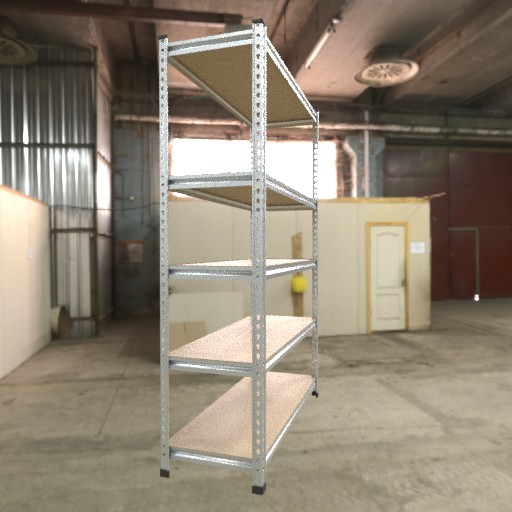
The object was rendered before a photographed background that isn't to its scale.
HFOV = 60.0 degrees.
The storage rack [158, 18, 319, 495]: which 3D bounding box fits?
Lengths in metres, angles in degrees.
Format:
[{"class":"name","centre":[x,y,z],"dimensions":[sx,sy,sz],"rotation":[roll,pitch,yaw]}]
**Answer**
[{"class":"storage rack","centre":[0.000,0.000,2.347],"dimensions":[0.457,1.829,1.219],"rotation":[0,1,18]}]
